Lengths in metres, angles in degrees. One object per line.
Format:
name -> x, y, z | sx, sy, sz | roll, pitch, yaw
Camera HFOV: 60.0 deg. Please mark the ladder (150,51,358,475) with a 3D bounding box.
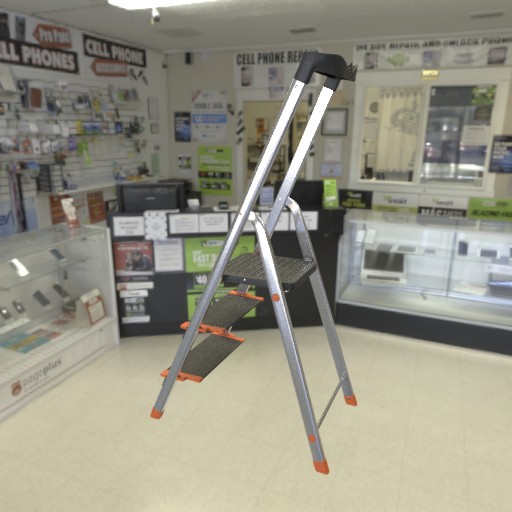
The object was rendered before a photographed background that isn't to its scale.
ladder -> 0.000, 0.000, 1.525 | 0.686, 1.229, 0.416 | 7, 18, 24
